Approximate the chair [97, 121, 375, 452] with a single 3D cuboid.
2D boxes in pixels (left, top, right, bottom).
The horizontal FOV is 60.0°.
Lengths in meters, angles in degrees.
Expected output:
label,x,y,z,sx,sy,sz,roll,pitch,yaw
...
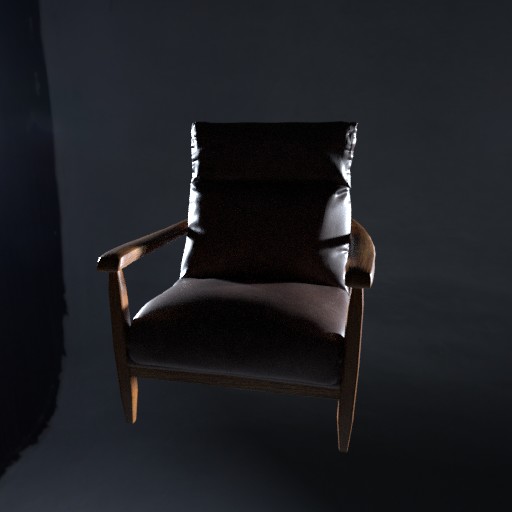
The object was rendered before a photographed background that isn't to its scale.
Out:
label,x,y,z,sx,sy,sz,roll,pitch,yaw
chair,0.000,0.000,1.519,0.782,0.897,0.830,3,16,11
